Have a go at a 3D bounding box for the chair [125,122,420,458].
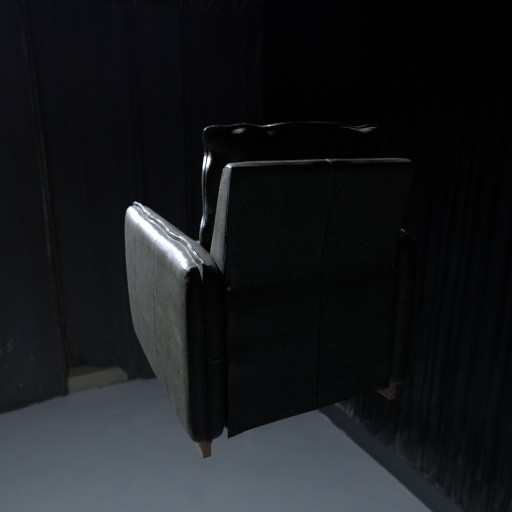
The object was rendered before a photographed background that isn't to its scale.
[{"bbox_3d":[0.000,0.000,1.624,0.830,0.921,0.921,-7,16,-25],"label":"chair"}]
